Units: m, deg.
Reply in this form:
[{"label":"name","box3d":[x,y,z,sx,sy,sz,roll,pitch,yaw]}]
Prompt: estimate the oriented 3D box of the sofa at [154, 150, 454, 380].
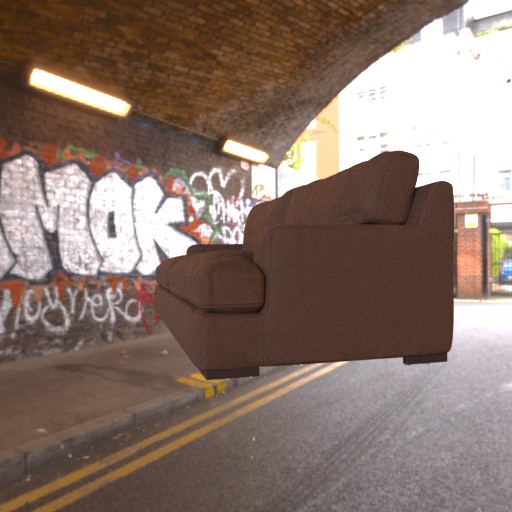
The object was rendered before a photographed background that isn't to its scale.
[{"label":"sofa","box3d":[0.000,0.000,2.823,1.140,0.950,2.274,0,-1,-17]}]
